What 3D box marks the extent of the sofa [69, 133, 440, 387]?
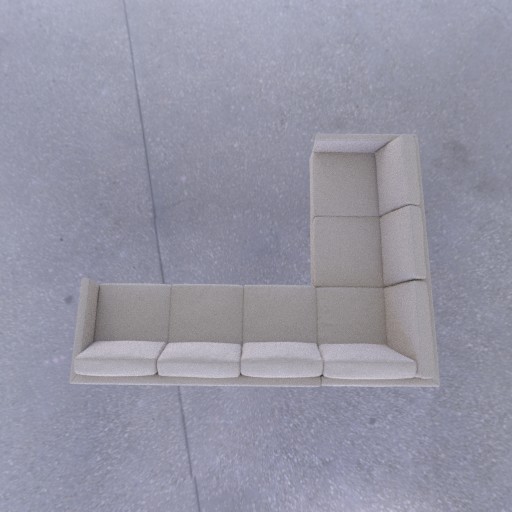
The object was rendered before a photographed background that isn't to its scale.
[{"bbox_3d":[0.000,0.000,4.322,3.182,0.863,2.432,1,75,0],"label":"sofa"}]
